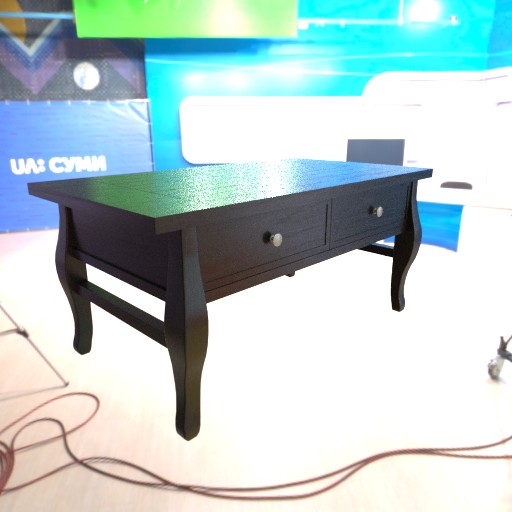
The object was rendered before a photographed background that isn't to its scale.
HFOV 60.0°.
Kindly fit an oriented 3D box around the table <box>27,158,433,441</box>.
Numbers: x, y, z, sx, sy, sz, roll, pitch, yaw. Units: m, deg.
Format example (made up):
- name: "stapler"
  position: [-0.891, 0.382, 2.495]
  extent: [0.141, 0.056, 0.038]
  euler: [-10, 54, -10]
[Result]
- name: "table"
  position: [0.000, 0.000, 1.360]
  extent: [0.600, 0.494, 1.062]
  euler: [16, 24, 42]
